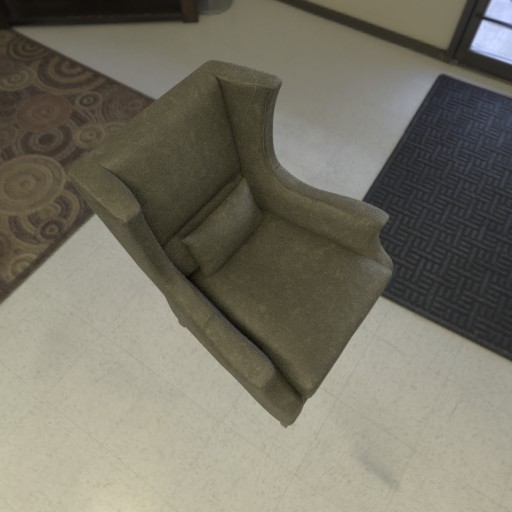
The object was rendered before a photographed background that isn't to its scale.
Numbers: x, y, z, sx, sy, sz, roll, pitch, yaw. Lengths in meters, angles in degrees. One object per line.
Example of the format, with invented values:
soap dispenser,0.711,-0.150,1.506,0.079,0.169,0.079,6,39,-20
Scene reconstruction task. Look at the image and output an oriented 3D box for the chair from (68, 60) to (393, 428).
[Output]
chair,0.000,0.000,1.721,0.926,1.016,0.853,33,64,18
